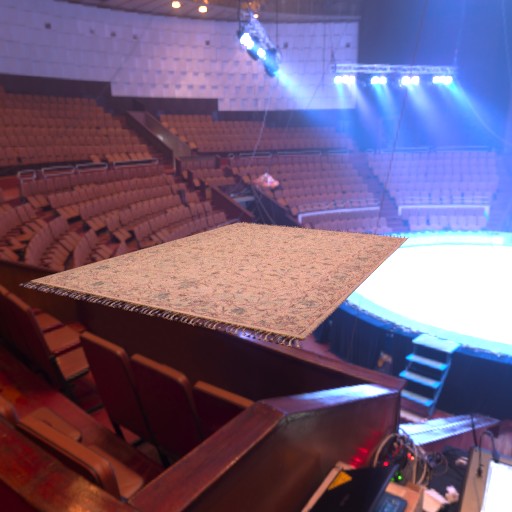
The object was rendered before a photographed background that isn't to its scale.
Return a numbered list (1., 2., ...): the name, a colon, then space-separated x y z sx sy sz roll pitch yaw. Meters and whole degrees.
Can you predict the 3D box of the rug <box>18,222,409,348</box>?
1. rug: 0.000 0.000 2.274 1.247 0.008 1.802 7 15 27
